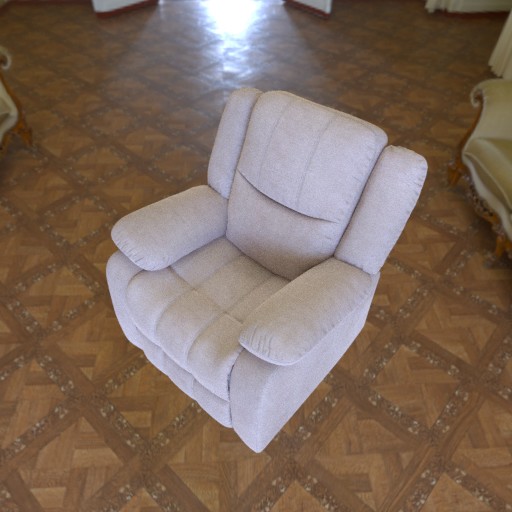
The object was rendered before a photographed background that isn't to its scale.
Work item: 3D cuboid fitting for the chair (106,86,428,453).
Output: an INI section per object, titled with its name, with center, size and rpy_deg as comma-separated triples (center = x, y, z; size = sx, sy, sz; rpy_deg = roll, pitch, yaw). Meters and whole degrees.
[chair]
center = 0.000, 0.000, 1.741
size = 0.899, 1.008, 0.944
rpy_deg = 32, 53, 28
